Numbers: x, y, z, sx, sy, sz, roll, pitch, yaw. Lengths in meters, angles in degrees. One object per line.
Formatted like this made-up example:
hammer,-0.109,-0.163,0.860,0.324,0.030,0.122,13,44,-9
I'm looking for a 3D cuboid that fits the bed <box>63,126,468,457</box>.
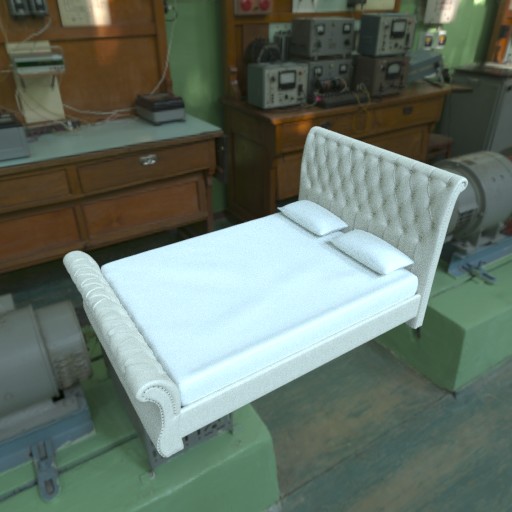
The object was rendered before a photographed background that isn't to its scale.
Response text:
bed,0.000,0.000,3.381,2.493,1.268,1.606,-19,36,-28
